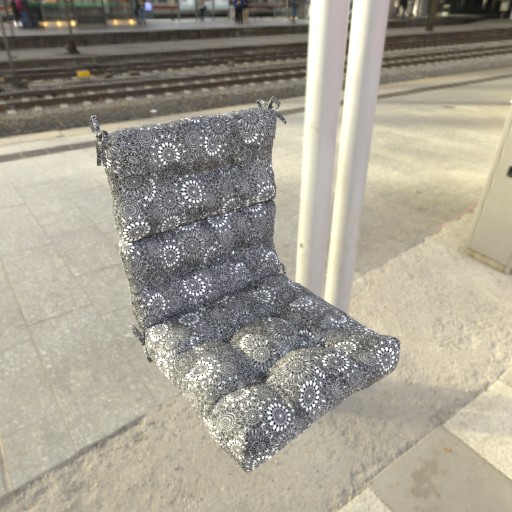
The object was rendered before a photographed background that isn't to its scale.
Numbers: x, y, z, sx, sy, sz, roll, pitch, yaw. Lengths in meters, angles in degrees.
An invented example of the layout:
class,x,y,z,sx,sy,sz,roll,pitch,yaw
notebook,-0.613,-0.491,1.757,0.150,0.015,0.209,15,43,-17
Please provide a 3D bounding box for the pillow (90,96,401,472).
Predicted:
class,x,y,z,sx,sy,sz,roll,pitch,yaw
pillow,0.000,0.000,1.022,0.519,0.605,0.571,-21,36,-32
